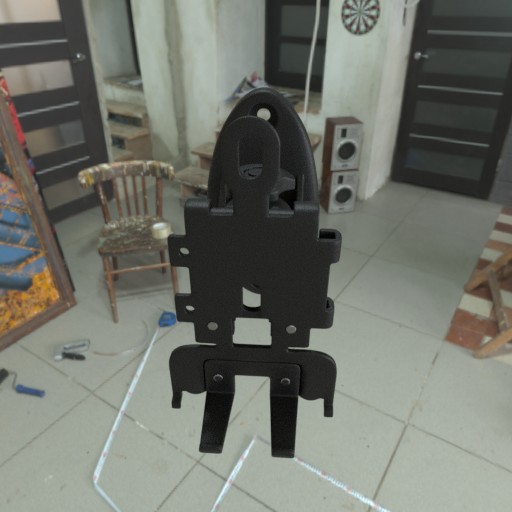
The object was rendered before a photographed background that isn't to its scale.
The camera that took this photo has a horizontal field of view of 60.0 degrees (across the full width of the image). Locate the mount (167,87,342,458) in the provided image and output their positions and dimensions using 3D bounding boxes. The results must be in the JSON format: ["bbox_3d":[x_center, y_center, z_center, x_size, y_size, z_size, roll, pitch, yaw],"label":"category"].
[{"bbox_3d":[0.000,0.000,0.174,0.066,0.118,0.100,2,31,3],"label":"mount"}]
